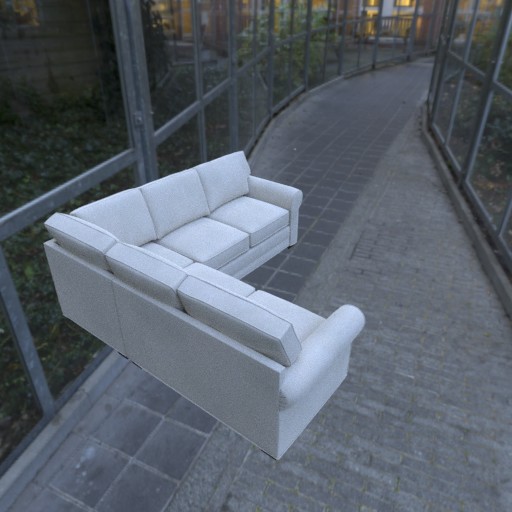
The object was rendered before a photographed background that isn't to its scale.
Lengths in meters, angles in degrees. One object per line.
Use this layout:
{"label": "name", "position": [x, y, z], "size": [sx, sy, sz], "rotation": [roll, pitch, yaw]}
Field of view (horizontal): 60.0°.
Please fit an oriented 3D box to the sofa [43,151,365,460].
{"label": "sofa", "position": [0.000, 0.000, 4.013], "size": [2.487, 1.054, 2.569], "rotation": [21, 37, 32]}
